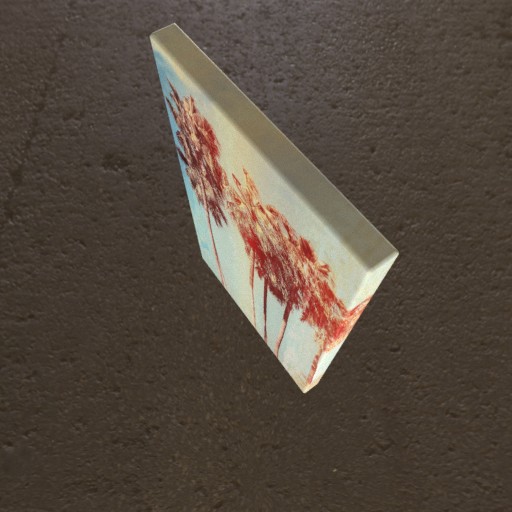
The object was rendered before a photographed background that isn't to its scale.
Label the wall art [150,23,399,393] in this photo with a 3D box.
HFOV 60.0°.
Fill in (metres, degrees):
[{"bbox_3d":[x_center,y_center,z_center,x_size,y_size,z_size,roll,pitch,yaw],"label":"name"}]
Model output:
[{"bbox_3d":[0.000,0.000,0.747,0.038,0.610,0.401,-33,68,-15],"label":"wall art"}]
